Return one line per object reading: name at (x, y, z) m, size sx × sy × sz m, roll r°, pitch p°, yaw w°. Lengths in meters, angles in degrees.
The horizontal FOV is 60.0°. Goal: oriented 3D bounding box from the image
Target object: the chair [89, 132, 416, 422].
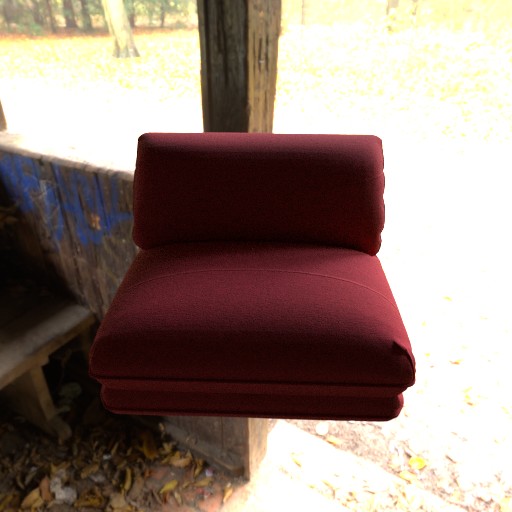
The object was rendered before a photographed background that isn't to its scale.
chair at (0.000, 0.000, 1.324) m, size 0.820 × 0.580 × 0.780 m, roll 1°, pitch 31°, yaw 2°
